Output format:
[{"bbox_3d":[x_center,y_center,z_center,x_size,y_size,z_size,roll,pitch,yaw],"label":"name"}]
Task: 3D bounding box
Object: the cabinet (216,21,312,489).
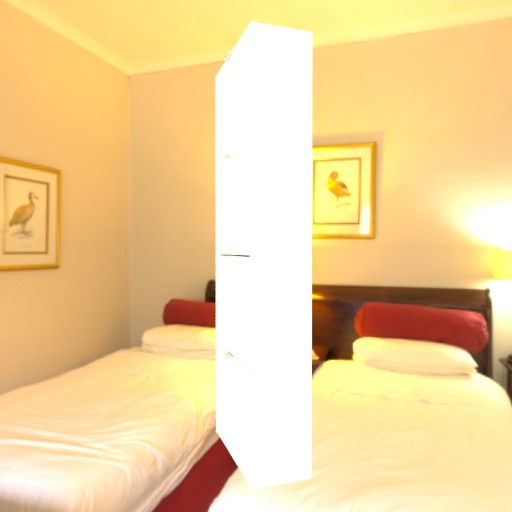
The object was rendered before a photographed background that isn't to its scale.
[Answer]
[{"bbox_3d":[0.000,0.000,1.824,0.255,1.630,0.520,0,1,-19],"label":"cabinet"}]
